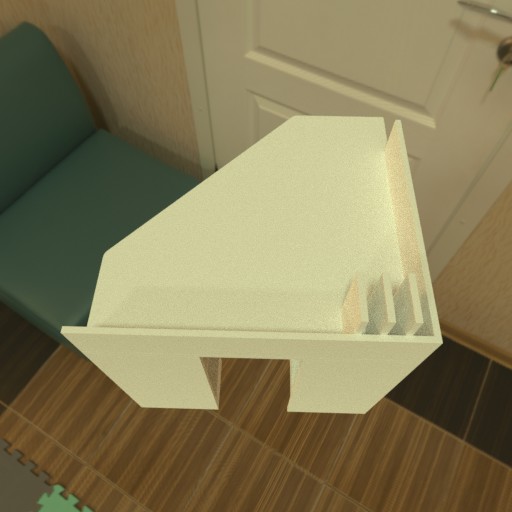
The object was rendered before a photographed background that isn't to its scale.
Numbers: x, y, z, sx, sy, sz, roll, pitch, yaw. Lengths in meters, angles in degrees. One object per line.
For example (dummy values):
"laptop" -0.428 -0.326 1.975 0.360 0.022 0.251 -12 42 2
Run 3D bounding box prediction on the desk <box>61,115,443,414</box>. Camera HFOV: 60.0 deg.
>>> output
"desk" 0.000 0.000 1.679 0.940 0.986 0.940 1 60 1
